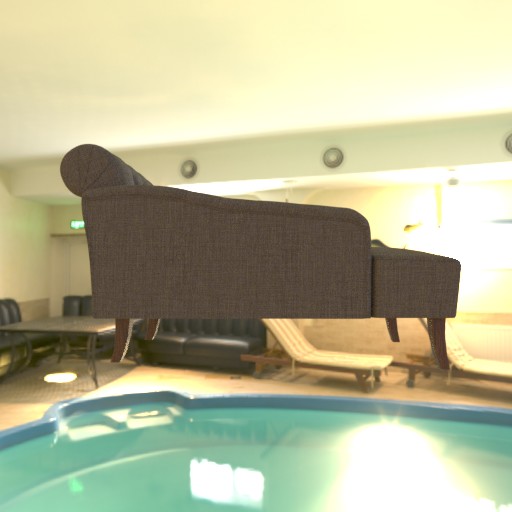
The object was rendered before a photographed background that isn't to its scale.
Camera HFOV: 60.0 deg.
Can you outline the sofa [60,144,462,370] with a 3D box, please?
[{"bbox_3d":[0.000,0.000,1.801,1.379,0.787,0.675,0,-1,0],"label":"sofa"}]
